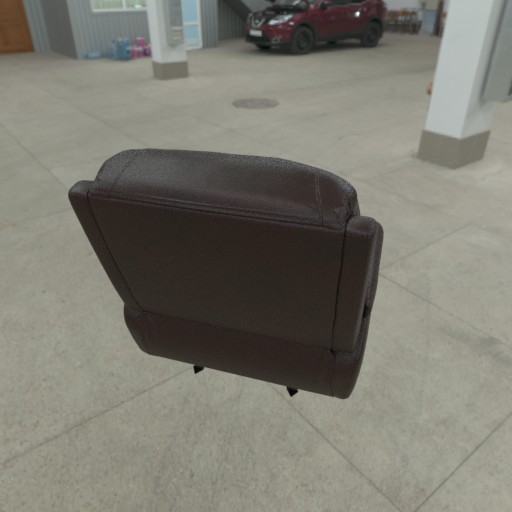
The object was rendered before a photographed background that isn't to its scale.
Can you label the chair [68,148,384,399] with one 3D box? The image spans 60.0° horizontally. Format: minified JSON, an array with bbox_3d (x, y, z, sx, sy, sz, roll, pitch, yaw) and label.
[{"bbox_3d":[0.000,0.000,1.722,0.930,1.011,0.899,9,33,15],"label":"chair"}]
